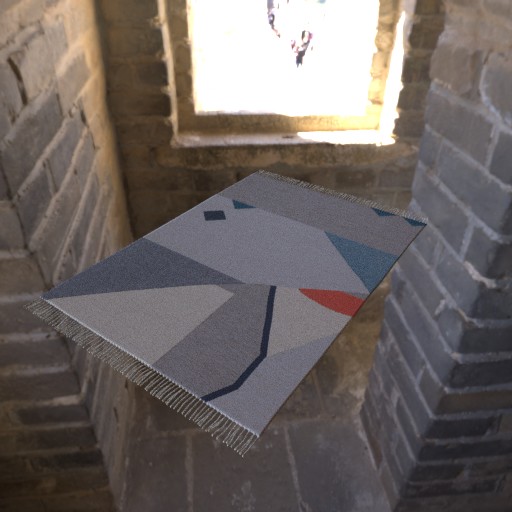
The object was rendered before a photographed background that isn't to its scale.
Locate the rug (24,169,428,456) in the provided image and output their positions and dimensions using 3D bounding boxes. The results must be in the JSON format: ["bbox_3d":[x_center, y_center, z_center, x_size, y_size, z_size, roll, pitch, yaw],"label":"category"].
[{"bbox_3d":[0.000,0.000,2.266,1.220,0.005,1.828,22,40,29],"label":"rug"}]
